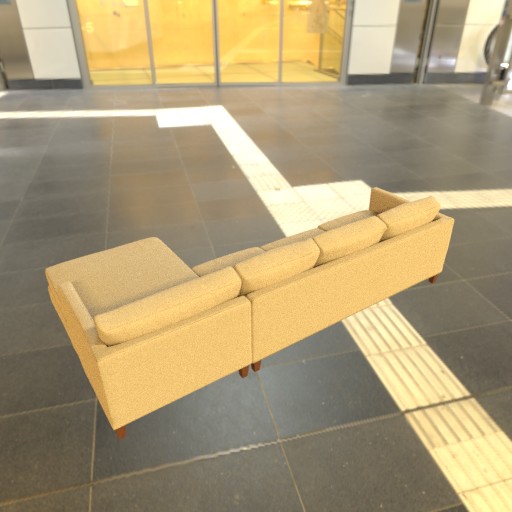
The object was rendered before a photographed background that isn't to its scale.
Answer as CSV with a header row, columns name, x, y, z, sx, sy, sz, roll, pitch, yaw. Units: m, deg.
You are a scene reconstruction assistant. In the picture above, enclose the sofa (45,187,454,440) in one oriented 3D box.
name,x,y,z,sx,sy,sz,roll,pitch,yaw
sofa,0.000,0.000,3.860,3.186,0.861,1.625,-19,36,-29
